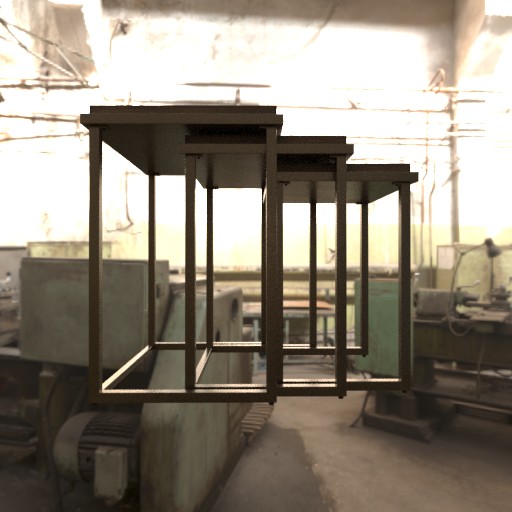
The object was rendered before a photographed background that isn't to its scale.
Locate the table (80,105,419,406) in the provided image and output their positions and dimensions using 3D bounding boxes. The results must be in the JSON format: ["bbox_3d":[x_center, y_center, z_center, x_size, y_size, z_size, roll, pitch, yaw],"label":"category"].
[{"bbox_3d":[0.000,0.000,1.164,0.706,0.610,0.559,0,0,0],"label":"table"}]
